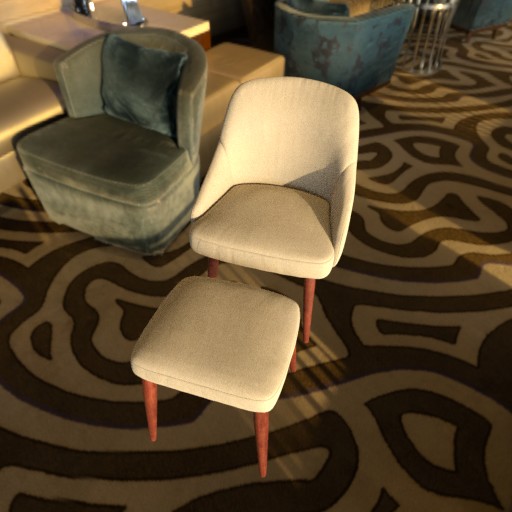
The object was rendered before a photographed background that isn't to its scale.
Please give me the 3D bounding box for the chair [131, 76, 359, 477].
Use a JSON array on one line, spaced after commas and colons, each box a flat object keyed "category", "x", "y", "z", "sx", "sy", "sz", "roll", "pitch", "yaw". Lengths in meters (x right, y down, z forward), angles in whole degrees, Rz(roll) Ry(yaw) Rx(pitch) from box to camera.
[{"category": "chair", "x": 0.000, "y": 0.000, "z": 1.576, "sx": 0.584, "sy": 0.866, "sz": 1.114, "roll": 12, "pitch": 44, "yaw": 13}]
